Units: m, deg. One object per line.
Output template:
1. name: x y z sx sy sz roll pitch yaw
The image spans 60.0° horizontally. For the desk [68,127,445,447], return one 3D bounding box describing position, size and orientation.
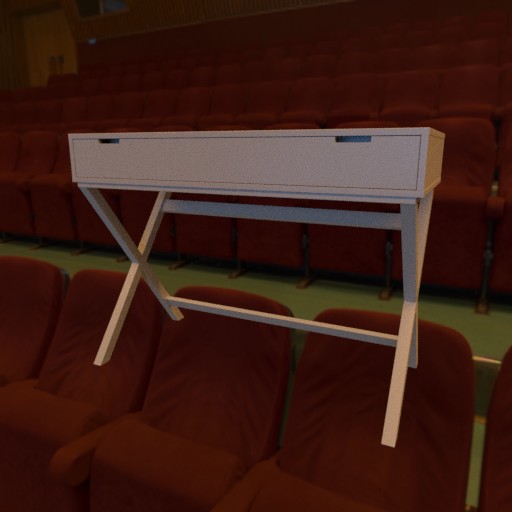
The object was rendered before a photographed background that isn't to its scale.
1. desk: 0.000 0.000 1.469 1.059 0.780 0.509 7 15 25
